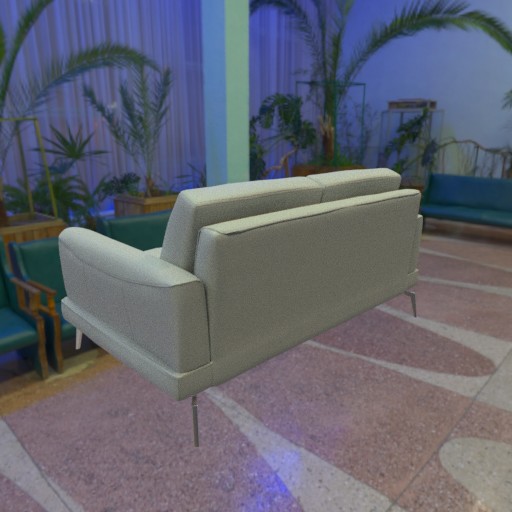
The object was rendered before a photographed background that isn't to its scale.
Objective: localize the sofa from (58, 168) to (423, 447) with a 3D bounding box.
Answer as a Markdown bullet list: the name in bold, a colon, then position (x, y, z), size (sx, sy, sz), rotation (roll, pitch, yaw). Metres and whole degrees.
- **sofa**: position (0.000, 0.000, 2.449), size (1.819, 0.930, 1.121), rotation (-15, 22, -42)
